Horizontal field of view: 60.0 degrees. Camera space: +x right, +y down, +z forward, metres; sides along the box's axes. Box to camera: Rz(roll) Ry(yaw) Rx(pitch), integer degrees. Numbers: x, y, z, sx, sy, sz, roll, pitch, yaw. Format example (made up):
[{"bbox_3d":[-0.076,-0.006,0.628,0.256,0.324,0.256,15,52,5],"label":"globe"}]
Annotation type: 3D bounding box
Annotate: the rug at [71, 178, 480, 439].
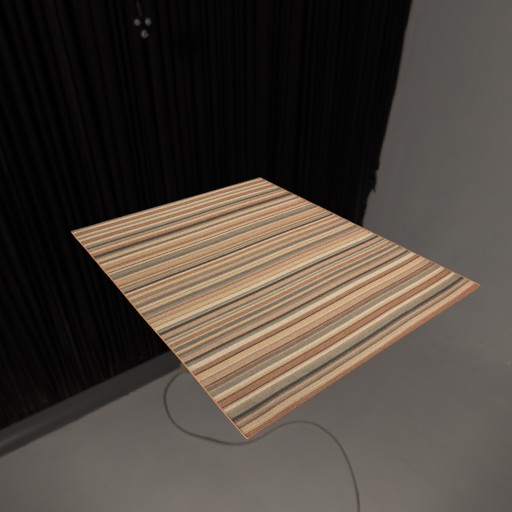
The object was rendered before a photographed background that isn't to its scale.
[{"bbox_3d":[0.000,0.000,4.119,2.436,0.011,3.045,-22,38,-31],"label":"rug"}]
